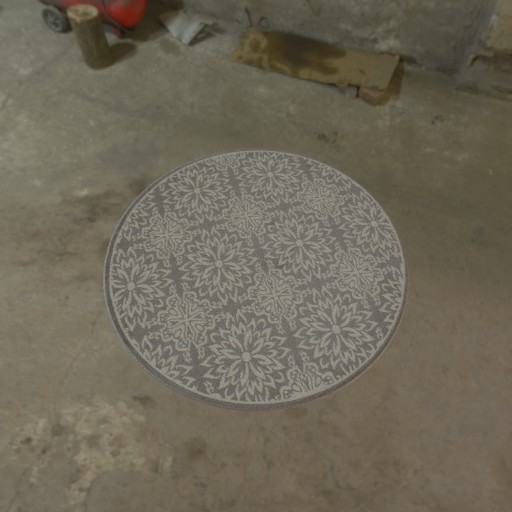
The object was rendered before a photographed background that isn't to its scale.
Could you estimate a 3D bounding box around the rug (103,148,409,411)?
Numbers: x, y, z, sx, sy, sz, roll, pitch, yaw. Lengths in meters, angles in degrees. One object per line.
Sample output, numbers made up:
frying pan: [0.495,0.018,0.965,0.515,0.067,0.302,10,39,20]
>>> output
rug: [0.000,0.000,2.350,1.593,0.012,1.593,0,58,0]
